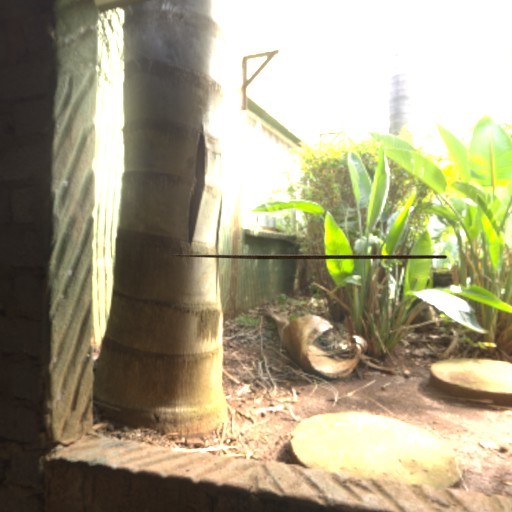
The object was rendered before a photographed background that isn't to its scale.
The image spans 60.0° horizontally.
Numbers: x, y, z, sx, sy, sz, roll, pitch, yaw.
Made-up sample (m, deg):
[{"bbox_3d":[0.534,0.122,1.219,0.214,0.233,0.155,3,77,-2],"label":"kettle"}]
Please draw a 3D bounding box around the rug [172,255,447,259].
[{"bbox_3d":[0.000,0.000,2.532,0.691,0.013,2.289,0,0,-17],"label":"rug"}]
